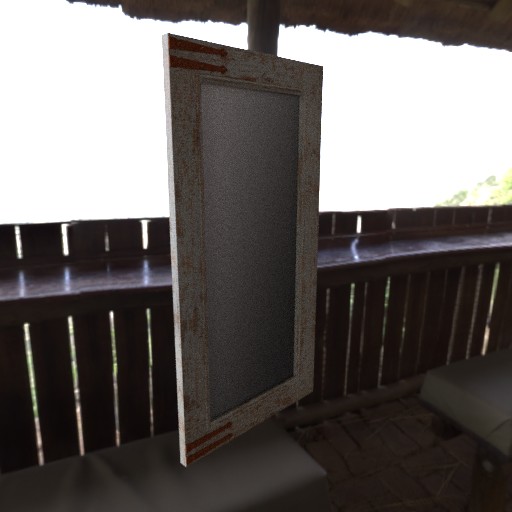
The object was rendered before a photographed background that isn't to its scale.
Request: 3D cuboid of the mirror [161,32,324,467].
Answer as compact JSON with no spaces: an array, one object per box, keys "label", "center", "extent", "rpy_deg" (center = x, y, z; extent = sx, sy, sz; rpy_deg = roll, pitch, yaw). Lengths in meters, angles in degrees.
[{"label":"mirror","center":[0.000,0.000,1.084],"extent":[0.472,0.922,0.027],"rpy_deg":[-13,19,-43]}]
